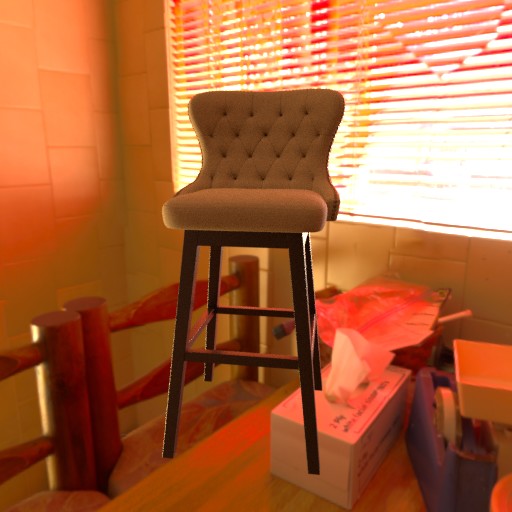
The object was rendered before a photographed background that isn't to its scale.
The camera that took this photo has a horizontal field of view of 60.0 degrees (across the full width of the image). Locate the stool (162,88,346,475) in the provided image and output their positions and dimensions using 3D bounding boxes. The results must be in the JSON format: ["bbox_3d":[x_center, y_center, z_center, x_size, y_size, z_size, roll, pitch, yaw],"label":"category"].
[{"bbox_3d":[0.000,0.000,1.407,0.528,1.066,0.605,2,13,9],"label":"stool"}]
